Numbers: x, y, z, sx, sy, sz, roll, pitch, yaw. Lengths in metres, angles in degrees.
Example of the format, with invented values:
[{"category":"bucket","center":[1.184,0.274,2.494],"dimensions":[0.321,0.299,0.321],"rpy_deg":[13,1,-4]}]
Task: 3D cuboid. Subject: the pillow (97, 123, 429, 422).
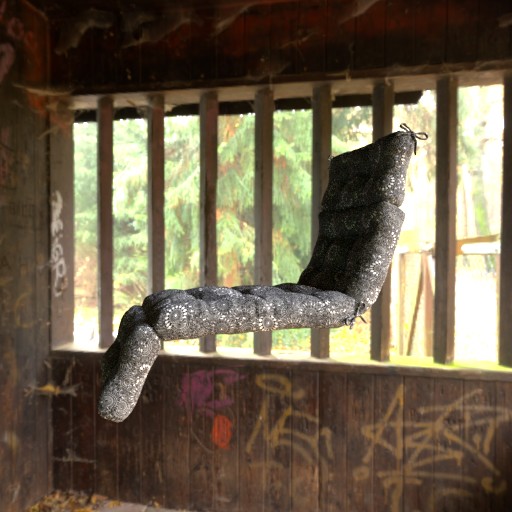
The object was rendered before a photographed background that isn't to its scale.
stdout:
[{"category":"pillow","center":[0.000,0.000,1.511],"dimensions":[1.016,0.863,0.526],"rpy_deg":[0,1,-18]}]
